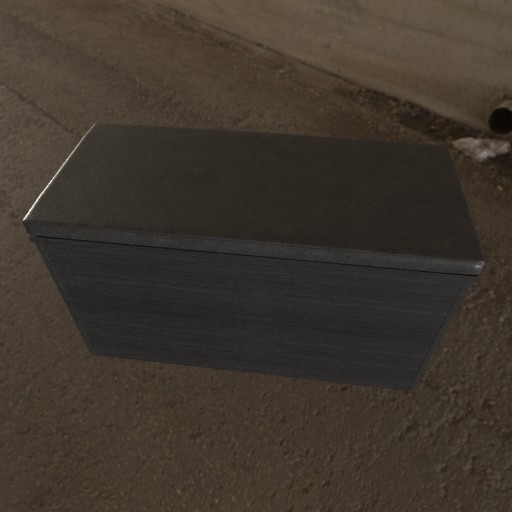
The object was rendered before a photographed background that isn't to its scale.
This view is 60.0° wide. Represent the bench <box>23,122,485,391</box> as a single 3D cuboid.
[{"bbox_3d":[0.000,0.000,1.164,0.905,0.501,0.401,5,46,5],"label":"bench"}]
